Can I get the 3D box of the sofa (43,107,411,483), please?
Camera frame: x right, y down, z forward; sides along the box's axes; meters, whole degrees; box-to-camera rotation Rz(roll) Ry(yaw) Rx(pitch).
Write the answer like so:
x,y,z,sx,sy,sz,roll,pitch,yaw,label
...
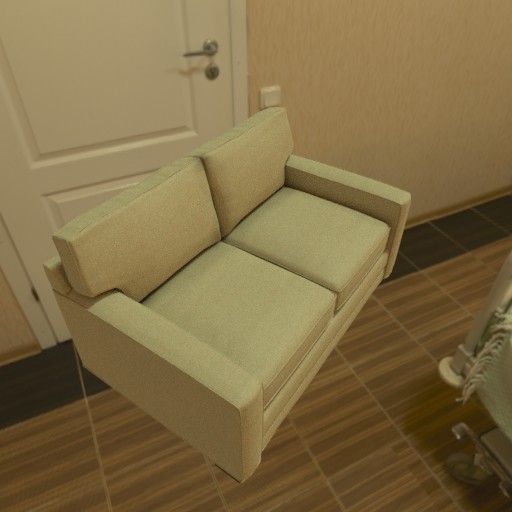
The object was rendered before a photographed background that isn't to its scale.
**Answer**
x,y,z,sx,sy,sz,roll,pitch,yaw,label
0.000,0.000,2.072,0.942,0.853,1.484,24,46,26,sofa
